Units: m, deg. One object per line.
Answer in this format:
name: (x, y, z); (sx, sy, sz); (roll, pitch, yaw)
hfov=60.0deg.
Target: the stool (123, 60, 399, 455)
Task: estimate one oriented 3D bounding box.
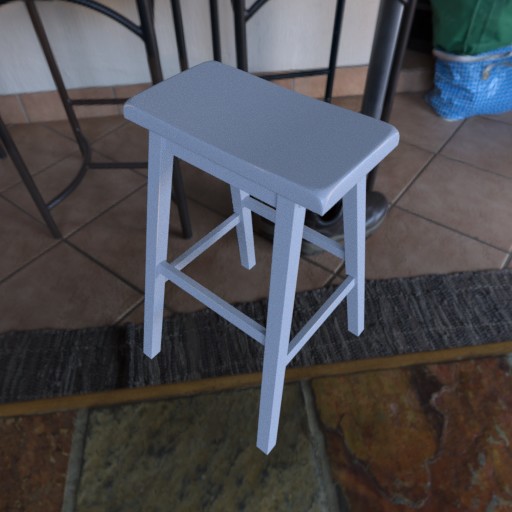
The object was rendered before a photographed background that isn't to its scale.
stool: (0.000, 0.000, 1.051); (0.457, 0.737, 0.476); (31, 54, 26)
